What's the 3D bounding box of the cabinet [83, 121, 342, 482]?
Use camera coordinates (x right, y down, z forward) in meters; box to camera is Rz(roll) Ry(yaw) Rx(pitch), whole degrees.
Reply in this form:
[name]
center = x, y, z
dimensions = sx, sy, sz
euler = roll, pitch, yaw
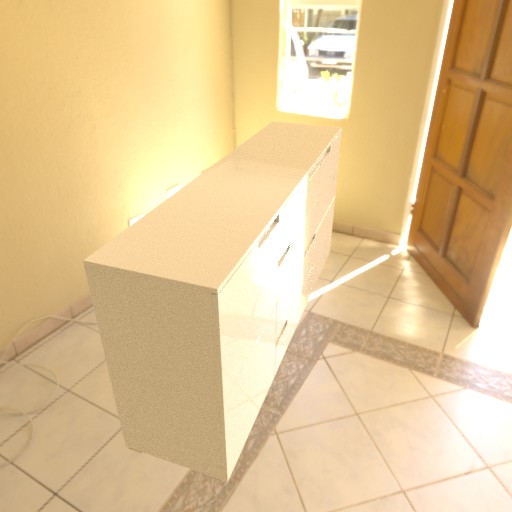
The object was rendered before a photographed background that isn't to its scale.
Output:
[cabinet]
center = 0.000, 0.000, 2.014
dimensions = 0.400, 0.800, 1.650
euler = 10, 32, 17
